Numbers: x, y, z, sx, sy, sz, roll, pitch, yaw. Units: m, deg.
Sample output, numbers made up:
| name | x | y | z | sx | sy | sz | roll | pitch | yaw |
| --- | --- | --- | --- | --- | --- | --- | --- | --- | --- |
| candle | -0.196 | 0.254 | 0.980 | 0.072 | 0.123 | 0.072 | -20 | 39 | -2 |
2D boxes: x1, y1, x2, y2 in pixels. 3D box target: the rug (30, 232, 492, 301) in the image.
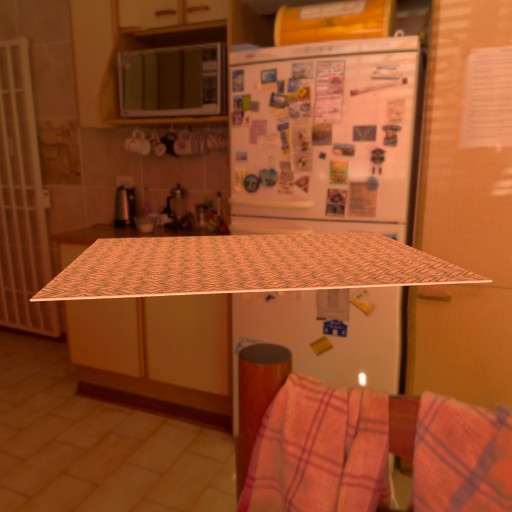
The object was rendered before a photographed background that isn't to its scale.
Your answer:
| name | x | y | z | sx | sy | sz | roll | pitch | yaw |
| --- | --- | --- | --- | --- | --- | --- | --- | --- | --- |
| rug | 0.000 | 0.000 | 2.318 | 1.828 | 0.007 | 1.220 | -2 | 13 | -8 |
